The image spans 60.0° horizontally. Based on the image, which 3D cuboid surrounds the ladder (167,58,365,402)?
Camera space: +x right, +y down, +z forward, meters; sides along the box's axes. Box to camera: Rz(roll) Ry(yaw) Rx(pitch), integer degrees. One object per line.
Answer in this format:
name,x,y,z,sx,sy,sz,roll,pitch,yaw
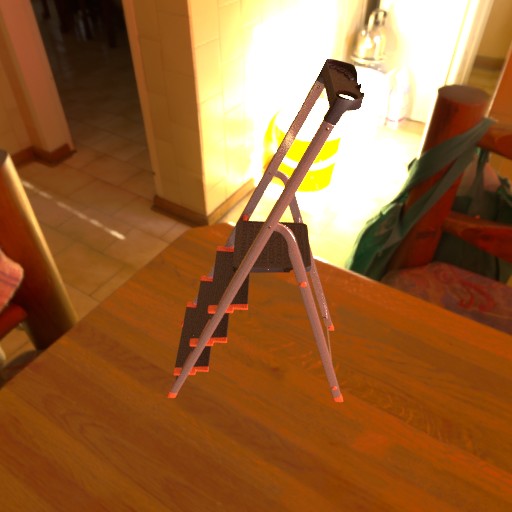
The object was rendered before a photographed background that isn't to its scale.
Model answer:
ladder,0.000,0.000,1.779,0.834,1.429,0.452,1,42,1
